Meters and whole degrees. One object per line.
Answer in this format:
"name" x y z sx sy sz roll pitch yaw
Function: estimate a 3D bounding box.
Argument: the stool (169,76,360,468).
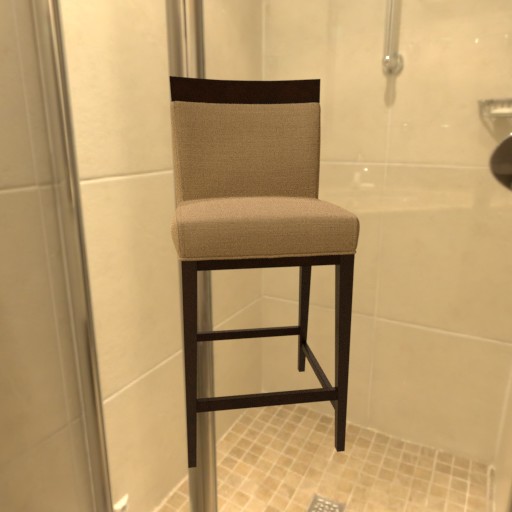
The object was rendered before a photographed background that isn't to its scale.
"stool" 0.000 0.000 1.422 0.511 1.117 0.531 -2 15 -8
